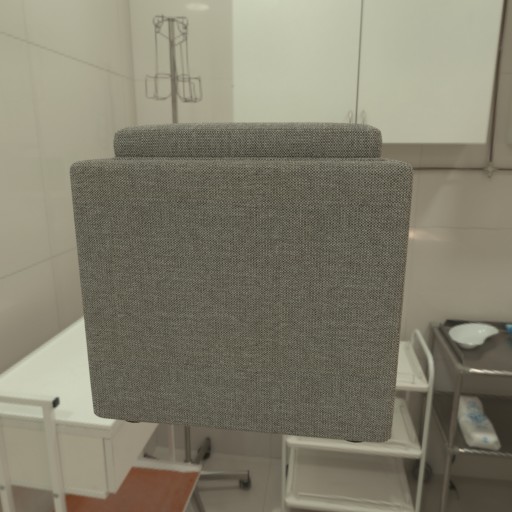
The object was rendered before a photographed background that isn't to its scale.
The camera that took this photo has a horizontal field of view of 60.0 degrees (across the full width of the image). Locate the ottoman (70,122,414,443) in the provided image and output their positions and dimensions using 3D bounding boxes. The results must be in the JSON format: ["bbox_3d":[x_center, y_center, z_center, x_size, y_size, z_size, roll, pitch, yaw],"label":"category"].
[{"bbox_3d":[0.000,0.000,0.810,0.450,0.460,0.450,2,14,8],"label":"ottoman"}]
